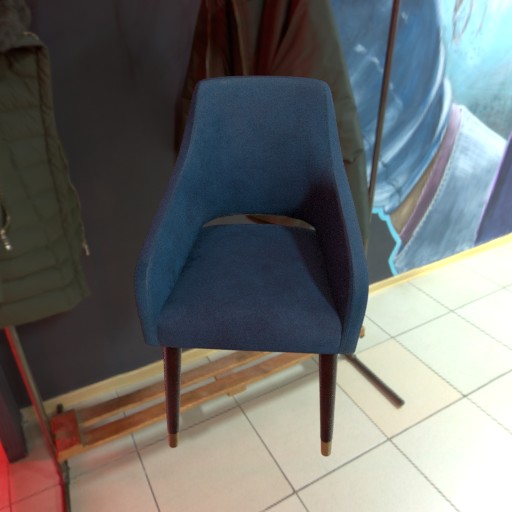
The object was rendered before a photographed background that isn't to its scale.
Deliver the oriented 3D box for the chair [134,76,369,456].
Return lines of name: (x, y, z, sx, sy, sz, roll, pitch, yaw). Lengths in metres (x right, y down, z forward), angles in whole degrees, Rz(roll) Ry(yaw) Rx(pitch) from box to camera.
chair: (0.000, 0.000, 1.571, 0.683, 1.081, 0.794, 2, 31, 3)
